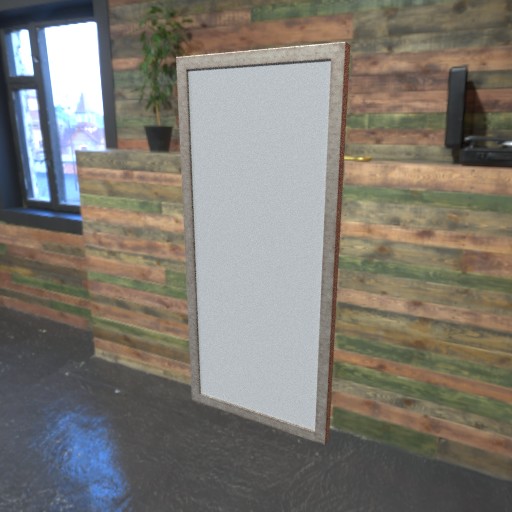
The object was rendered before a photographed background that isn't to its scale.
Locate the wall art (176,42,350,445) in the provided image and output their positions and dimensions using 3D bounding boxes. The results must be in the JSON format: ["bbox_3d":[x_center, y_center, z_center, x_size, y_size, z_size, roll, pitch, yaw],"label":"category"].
[{"bbox_3d":[0.000,0.000,1.723,0.648,1.461,0.051,8,18,27],"label":"wall art"}]
